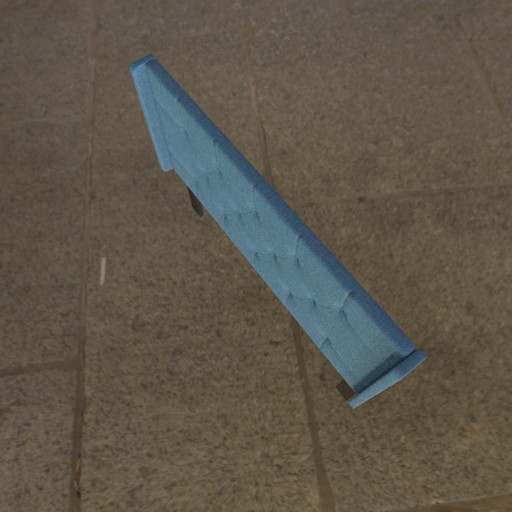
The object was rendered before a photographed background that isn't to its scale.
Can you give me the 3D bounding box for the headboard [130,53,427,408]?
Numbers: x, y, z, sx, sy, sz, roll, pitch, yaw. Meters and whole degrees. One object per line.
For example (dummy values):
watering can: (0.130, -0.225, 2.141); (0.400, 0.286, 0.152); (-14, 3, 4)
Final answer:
headboard: (0.000, 0.000, 2.716); (0.184, 1.524, 2.051); (-34, 69, -15)
